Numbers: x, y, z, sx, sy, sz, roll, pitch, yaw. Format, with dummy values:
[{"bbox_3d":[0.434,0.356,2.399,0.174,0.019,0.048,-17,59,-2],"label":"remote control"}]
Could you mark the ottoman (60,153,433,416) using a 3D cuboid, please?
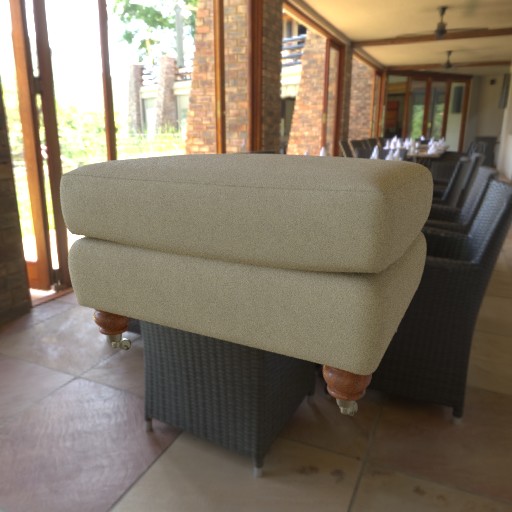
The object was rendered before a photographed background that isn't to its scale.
[{"bbox_3d":[0.000,0.000,1.129,0.773,0.504,0.569,8,17,26],"label":"ottoman"}]
